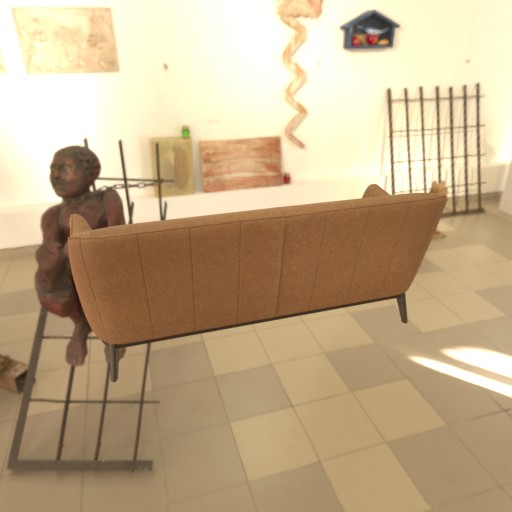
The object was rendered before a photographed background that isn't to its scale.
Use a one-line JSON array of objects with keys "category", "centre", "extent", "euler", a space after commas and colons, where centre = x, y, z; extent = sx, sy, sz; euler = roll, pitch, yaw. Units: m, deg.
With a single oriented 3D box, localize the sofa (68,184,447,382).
[{"category": "sofa", "centre": [0.000, 0.000, 2.470], "extent": [1.928, 0.830, 0.869], "euler": [-8, 28, -15]}]
